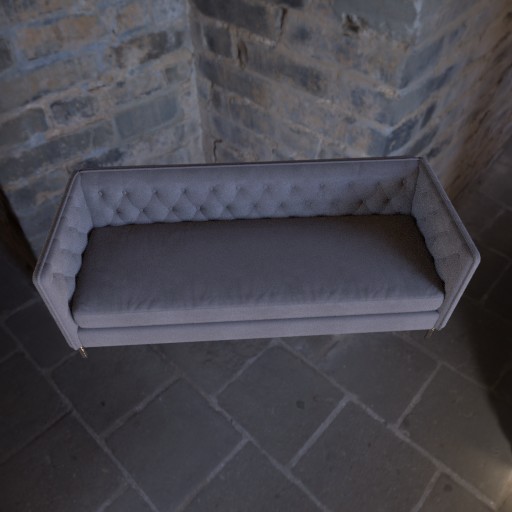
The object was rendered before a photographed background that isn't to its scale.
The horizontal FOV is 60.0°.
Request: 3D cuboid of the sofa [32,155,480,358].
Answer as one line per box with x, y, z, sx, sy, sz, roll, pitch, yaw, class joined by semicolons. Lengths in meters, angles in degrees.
0.000;0.000;2.675;2.209;0.771;0.895;-3;47;-2;sofa
